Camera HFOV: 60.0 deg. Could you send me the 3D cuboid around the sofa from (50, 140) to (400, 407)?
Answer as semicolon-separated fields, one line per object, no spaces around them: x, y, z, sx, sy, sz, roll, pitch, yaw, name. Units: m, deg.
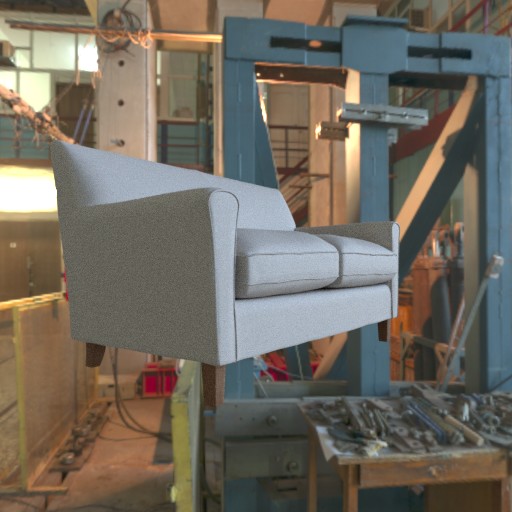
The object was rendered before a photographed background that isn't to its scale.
0.000;0.000;2.024;0.888;0.890;1.482;-1;-1;38;sofa
